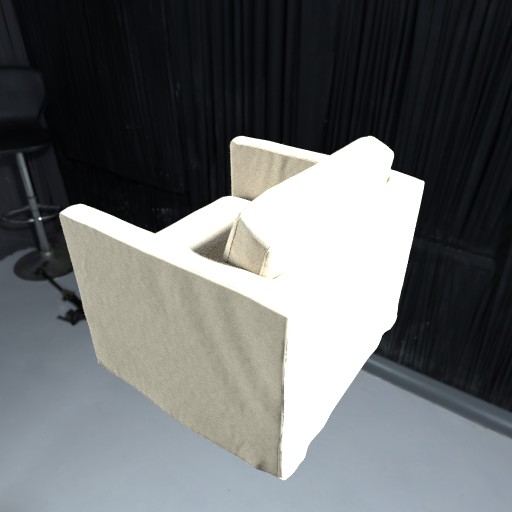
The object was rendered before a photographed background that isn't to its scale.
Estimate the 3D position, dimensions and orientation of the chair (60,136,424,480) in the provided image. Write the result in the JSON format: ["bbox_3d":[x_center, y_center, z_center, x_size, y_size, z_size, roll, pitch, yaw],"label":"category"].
[{"bbox_3d":[0.000,0.000,1.757,0.949,0.867,1.057,21,38,29],"label":"chair"}]
